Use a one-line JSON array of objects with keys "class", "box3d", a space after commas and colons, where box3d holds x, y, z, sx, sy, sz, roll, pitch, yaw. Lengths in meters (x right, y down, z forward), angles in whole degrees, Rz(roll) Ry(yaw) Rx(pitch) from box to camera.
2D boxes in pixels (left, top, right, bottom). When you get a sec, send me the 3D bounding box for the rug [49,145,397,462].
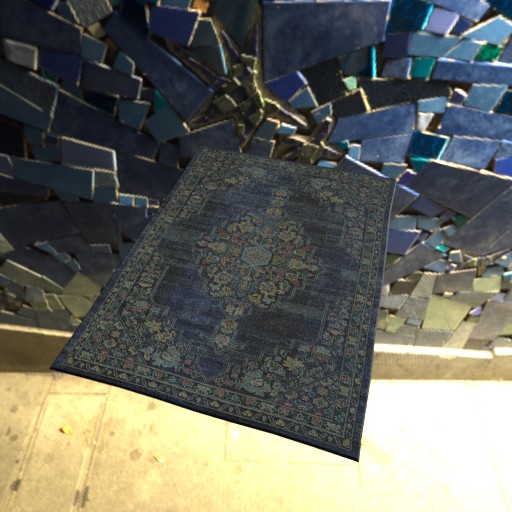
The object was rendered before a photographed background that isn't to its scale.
[{"class": "rug", "box3d": [0.000, 0.000, 4.778, 2.716, 0.035, 3.612, 12, 49, 11]}]
